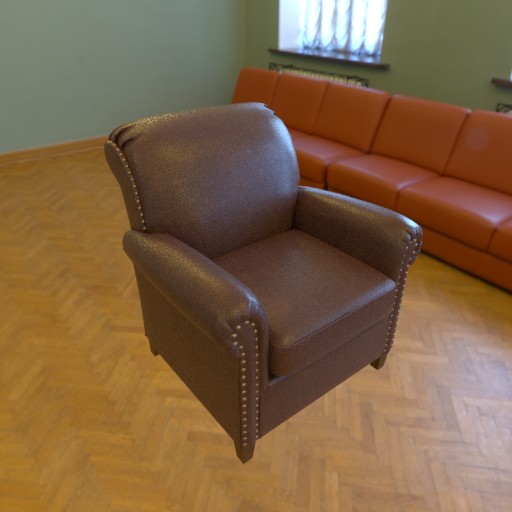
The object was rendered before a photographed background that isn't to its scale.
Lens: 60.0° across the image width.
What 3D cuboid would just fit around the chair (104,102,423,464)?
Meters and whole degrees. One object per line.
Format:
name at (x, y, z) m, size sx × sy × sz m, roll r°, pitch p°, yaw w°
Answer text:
chair at (0.000, 0.000, 1.611) m, size 0.854 × 0.927 × 0.890 m, roll -22°, pitch 37°, yaw -32°
